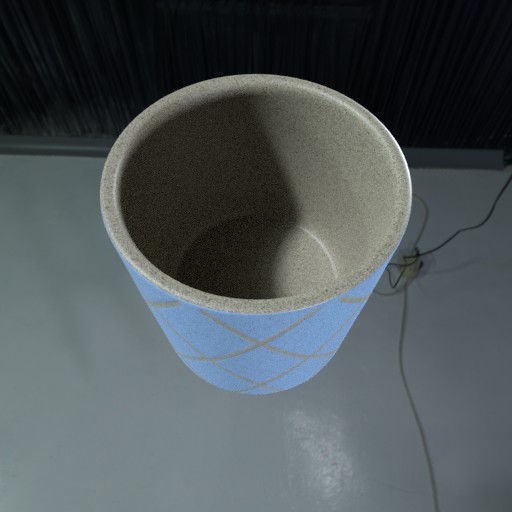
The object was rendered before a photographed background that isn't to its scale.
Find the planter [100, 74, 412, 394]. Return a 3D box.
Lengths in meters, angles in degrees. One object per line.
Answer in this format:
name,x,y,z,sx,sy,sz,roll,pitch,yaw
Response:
planter,0.000,0.000,0.358,0.191,0.200,0.191,0,59,0
